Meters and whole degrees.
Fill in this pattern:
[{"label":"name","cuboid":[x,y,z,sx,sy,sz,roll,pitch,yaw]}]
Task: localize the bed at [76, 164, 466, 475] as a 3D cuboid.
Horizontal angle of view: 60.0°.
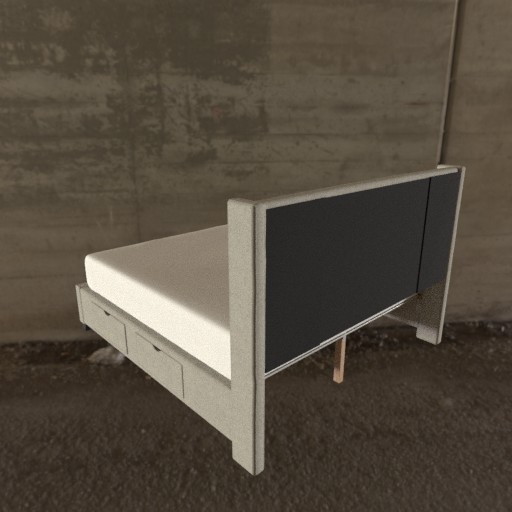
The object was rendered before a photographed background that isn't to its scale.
[{"label":"bed","cuboid":[0.000,0.000,3.603,2.140,1.470,2.280,-16,24,-40]}]
